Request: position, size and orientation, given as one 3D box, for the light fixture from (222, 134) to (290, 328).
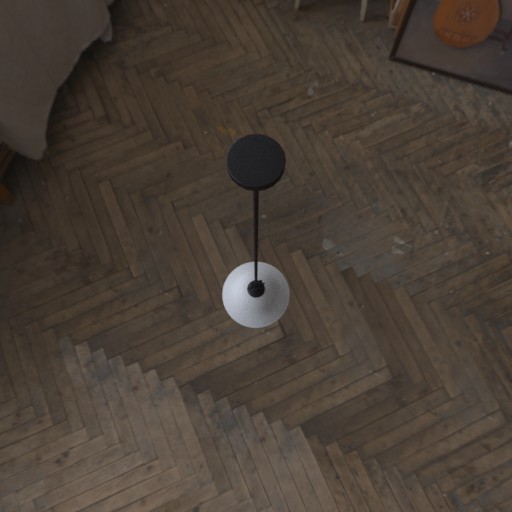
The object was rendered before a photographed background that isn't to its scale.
[{"bbox_3d":[0.000,0.000,1.491,0.324,1.337,0.324,-18,75,-5],"label":"light fixture"}]
